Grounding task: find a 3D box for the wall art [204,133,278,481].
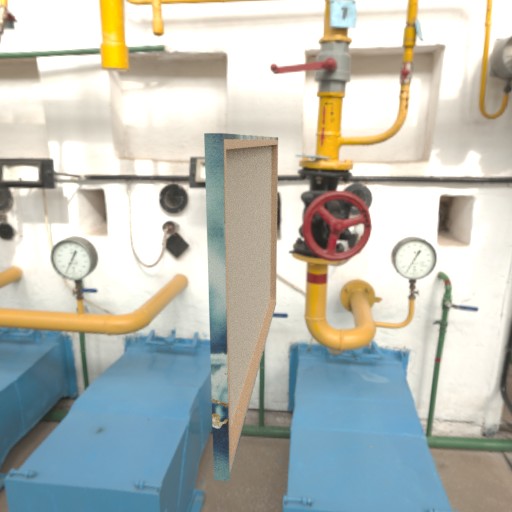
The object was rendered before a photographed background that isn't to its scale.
[{"bbox_3d":[0.000,0.000,1.454,0.035,0.759,1.138,2,15,8],"label":"wall art"}]
